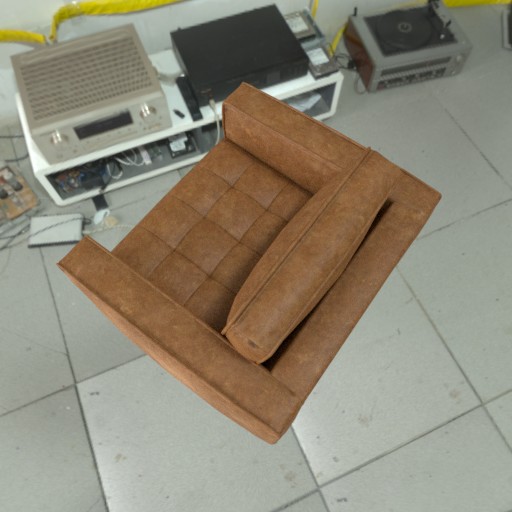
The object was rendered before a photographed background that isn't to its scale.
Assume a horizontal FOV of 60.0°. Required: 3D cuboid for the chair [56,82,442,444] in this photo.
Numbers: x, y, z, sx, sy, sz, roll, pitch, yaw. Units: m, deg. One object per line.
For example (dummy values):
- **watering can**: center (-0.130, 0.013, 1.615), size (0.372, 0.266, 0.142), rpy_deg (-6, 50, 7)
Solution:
- **chair**: center (0.000, 0.000, 1.493), size (0.798, 0.767, 0.928), rpy_deg (34, 69, 15)
